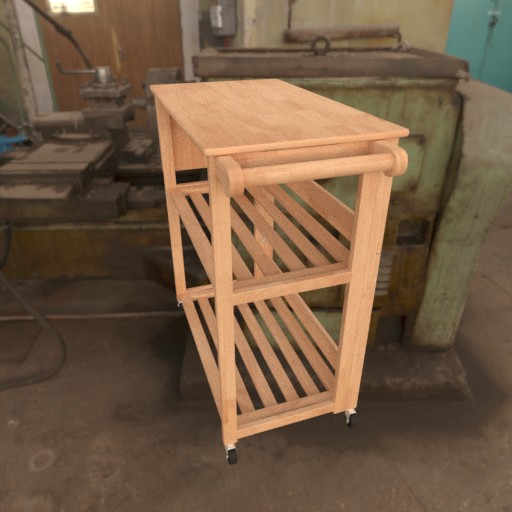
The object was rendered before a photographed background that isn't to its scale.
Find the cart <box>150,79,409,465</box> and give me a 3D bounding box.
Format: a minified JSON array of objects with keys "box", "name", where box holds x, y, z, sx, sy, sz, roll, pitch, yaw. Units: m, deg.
[{"box":[0.000,0.000,1.337,0.432,0.879,0.853,-10,31,-16],"name":"cart"}]
